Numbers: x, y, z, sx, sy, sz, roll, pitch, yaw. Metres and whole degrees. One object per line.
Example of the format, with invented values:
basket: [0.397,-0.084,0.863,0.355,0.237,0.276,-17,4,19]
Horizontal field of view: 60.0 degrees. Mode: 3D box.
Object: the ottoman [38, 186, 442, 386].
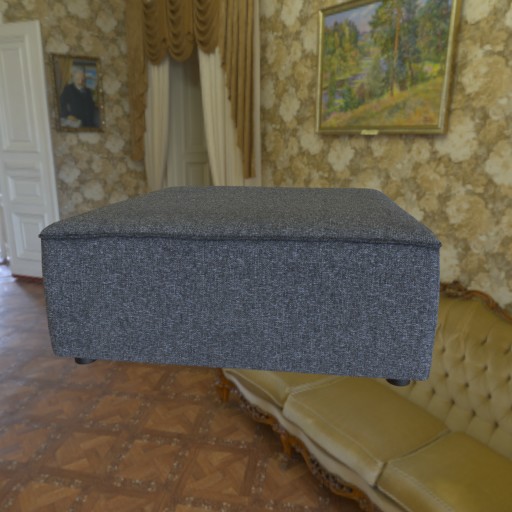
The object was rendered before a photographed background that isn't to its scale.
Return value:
ottoman: [0.000,0.000,1.578,1.017,0.423,1.021,2,15,8]
